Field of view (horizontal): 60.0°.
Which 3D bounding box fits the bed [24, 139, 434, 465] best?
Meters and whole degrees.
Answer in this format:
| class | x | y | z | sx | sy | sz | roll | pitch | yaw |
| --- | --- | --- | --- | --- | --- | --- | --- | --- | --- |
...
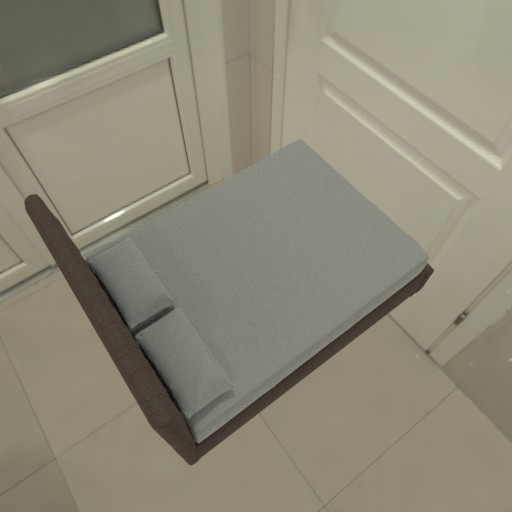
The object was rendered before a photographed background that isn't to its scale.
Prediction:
| class | x | y | z | sx | sy | sz | roll | pitch | yaw |
| --- | --- | --- | --- | --- | --- | --- | --- | --- | --- |
| bed | 0.000 | 0.000 | 3.338 | 2.387 | 1.427 | 1.698 | -32 | 64 | -18 |
